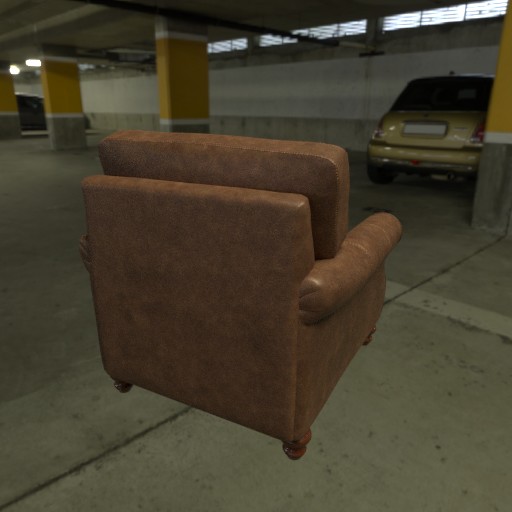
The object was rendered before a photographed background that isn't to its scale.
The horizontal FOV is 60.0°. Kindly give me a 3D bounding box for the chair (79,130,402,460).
[{"bbox_3d":[0.000,0.000,1.755,0.996,0.976,1.002,10,21,27],"label":"chair"}]
